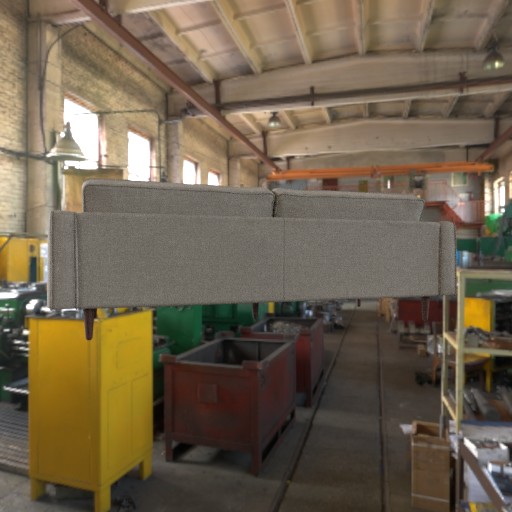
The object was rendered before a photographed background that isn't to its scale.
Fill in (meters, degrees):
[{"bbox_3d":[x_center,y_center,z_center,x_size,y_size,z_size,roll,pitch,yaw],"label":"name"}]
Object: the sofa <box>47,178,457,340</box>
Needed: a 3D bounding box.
[{"bbox_3d":[0.000,0.000,2.670,2.211,0.762,0.914,0,0,-18],"label":"sofa"}]
